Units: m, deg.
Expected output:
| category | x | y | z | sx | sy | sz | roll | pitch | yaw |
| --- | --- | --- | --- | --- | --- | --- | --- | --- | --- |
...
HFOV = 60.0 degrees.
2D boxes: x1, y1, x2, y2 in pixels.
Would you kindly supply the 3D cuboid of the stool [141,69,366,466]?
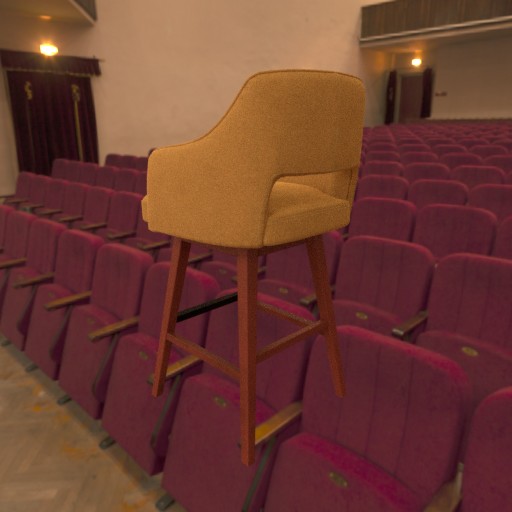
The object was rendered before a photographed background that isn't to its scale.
| category | x | y | z | sx | sy | sz | roll | pitch | yaw |
| --- | --- | --- | --- | --- | --- | --- | --- | --- | --- |
| stool | 0.000 | 0.000 | 1.359 | 0.558 | 1.012 | 0.548 | 16 | 23 | 43 |
